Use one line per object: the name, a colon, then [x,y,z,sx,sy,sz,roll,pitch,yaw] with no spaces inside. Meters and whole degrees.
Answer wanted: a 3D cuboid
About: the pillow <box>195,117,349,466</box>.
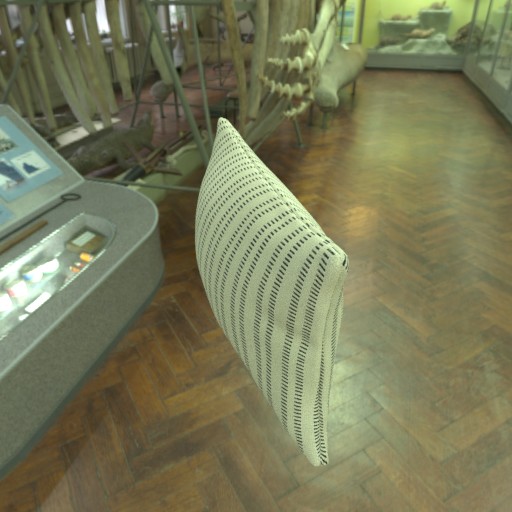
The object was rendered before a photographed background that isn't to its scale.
pillow: [0.000,0.000,0.807,0.210,0.353,0.640,-8,32,-13]
